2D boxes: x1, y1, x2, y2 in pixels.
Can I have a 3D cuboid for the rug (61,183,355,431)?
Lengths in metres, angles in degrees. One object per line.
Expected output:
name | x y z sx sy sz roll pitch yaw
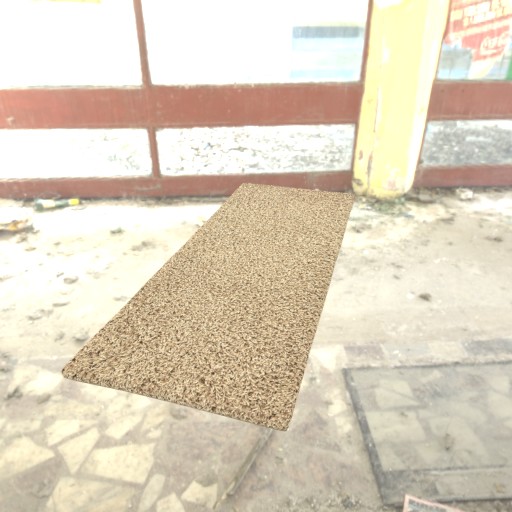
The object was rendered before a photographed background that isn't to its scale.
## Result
rug | 0.000 0.000 1.715 0.609 0.030 1.524 8 30 15
